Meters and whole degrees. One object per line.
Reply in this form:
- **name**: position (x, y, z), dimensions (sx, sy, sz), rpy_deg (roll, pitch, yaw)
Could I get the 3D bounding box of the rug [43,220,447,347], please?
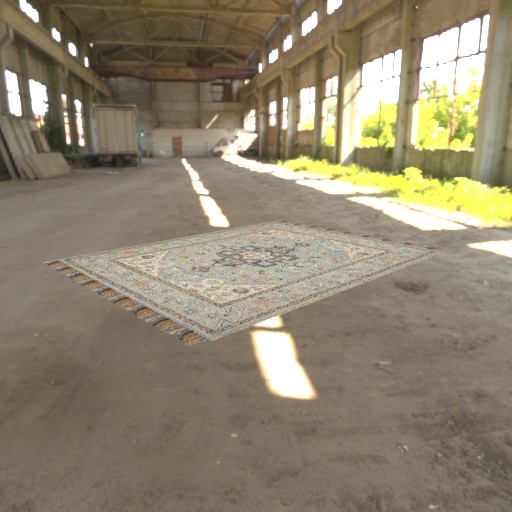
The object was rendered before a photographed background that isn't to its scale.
- **rug**: position (0.000, 0.000, 2.327), dimensions (1.730, 0.009, 1.278), rpy_deg (-14, 20, -42)
